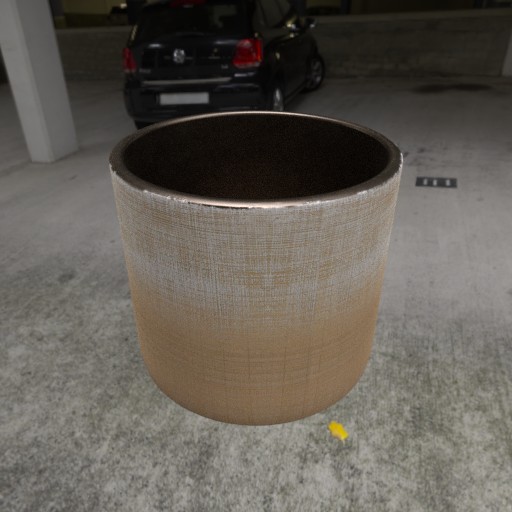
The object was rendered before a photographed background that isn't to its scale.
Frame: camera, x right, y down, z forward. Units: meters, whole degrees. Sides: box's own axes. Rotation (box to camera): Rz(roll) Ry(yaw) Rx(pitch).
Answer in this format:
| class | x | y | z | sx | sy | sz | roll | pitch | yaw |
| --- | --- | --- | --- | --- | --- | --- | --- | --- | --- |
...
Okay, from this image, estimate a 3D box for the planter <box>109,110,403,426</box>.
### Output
| class | x | y | z | sx | sy | sz | roll | pitch | yaw |
| --- | --- | --- | --- | --- | --- | --- | --- | --- | --- |
| planter | 0.000 | 0.000 | 0.390 | 0.221 | 0.201 | 0.221 | 0 | 32 | 0 |
